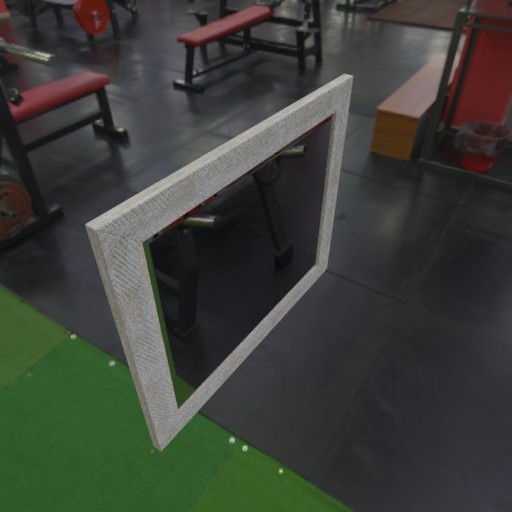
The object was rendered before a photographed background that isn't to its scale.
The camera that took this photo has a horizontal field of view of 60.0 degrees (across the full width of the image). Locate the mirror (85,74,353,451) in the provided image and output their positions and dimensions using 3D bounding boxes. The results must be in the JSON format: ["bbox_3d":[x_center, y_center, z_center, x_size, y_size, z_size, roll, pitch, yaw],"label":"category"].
[{"bbox_3d":[0.000,0.000,1.141,0.028,0.689,0.839,25,46,27],"label":"mirror"}]
